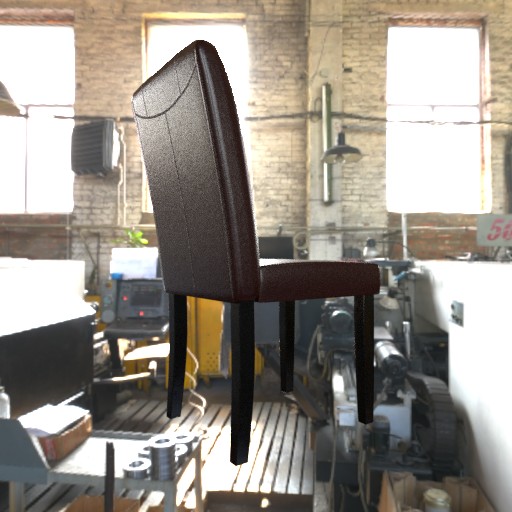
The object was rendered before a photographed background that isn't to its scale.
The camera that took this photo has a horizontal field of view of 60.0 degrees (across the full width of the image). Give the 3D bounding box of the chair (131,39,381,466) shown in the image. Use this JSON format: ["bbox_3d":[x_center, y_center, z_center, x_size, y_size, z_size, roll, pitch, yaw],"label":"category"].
[{"bbox_3d":[0.000,0.000,1.193,0.556,0.897,0.399,0,0,-35],"label":"chair"}]
